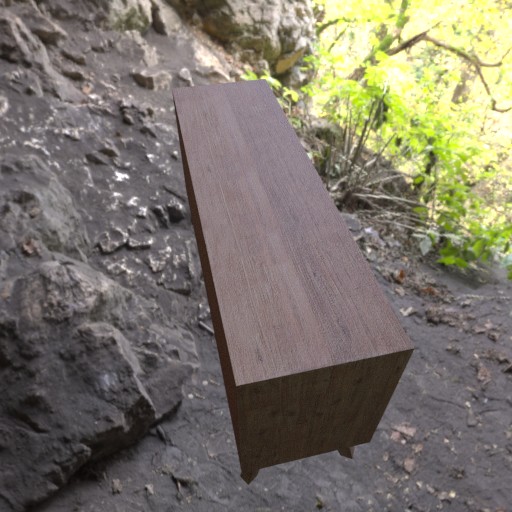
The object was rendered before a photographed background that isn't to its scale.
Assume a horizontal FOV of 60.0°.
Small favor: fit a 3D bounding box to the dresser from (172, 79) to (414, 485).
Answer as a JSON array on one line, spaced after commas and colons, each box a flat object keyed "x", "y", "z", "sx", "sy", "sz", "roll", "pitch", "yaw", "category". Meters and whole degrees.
[{"x": 0.000, "y": 0.000, "z": 1.885, "sx": 0.455, "sy": 0.805, "sz": 1.554, "roll": -9, "pitch": 47, "yaw": -9, "category": "dresser"}]
